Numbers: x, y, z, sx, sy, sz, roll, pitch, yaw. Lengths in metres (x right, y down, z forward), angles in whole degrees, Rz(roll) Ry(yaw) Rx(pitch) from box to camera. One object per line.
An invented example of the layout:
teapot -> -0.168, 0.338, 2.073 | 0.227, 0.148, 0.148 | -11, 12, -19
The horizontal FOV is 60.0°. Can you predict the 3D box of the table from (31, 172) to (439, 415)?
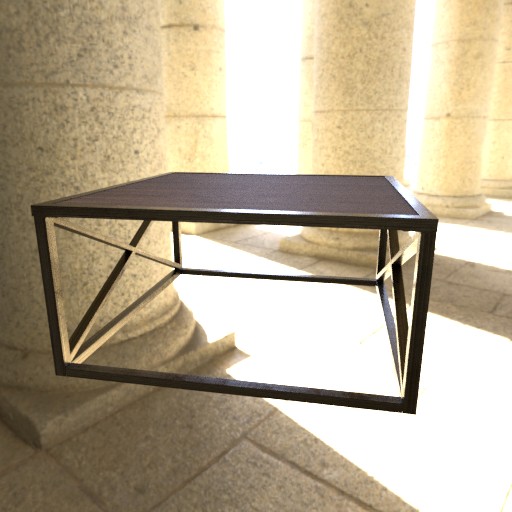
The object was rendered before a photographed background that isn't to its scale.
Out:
table -> 0.000, 0.000, 1.446 | 0.909, 0.451, 0.899 | 3, 16, 10
